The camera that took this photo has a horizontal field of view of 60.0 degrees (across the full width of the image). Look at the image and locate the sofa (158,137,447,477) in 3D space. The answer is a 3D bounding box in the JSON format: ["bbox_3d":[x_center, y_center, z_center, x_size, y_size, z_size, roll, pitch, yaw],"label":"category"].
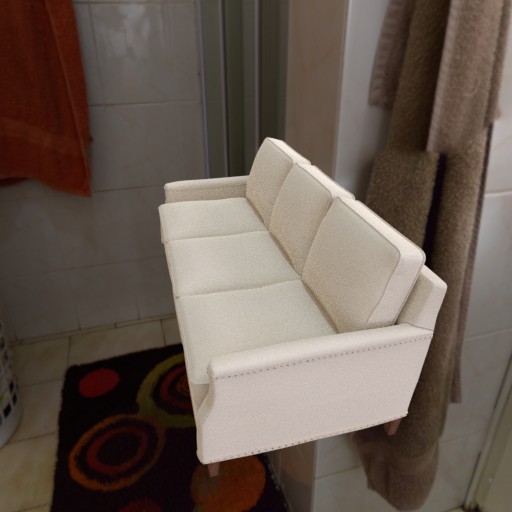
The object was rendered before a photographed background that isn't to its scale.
[{"bbox_3d":[0.000,0.000,2.774,1.084,1.003,2.246,-7,29,-13],"label":"sofa"}]
